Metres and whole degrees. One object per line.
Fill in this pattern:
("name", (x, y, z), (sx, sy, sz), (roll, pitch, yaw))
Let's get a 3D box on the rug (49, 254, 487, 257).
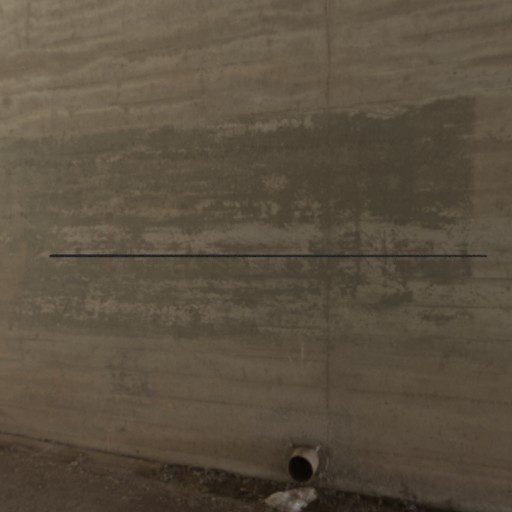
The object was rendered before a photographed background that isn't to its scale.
("rug", (0.000, 0.000, 2.309), (1.829, 0.010, 1.219), (0, 0, -18))
